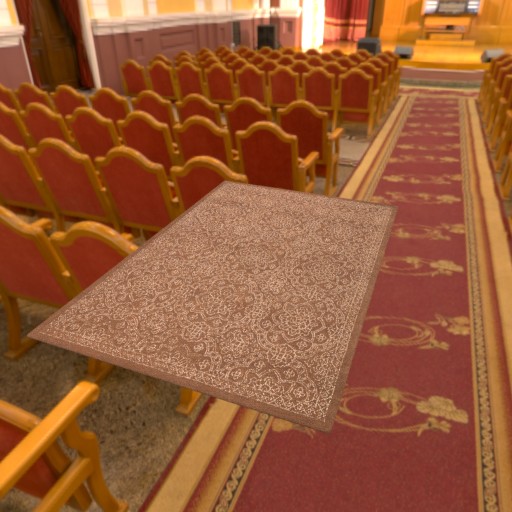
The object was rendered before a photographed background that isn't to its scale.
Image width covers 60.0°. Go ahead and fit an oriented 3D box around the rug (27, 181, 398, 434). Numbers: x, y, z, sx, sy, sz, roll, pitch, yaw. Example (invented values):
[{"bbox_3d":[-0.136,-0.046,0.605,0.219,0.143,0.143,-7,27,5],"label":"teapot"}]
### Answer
[{"bbox_3d":[0.000,0.000,2.848,1.524,0.011,2.286,11,32,19],"label":"rug"}]
